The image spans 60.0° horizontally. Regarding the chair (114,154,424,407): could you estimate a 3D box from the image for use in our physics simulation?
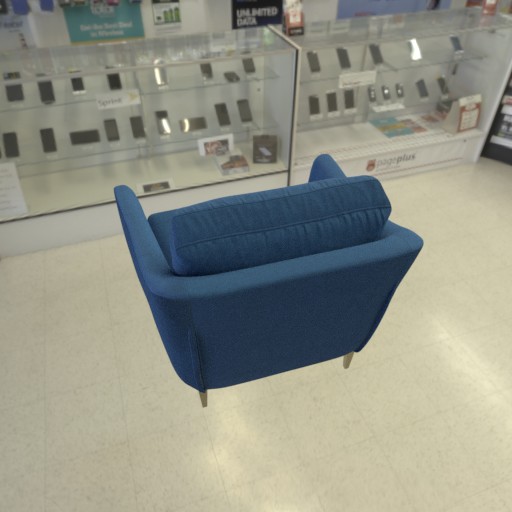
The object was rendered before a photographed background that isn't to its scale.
[{"bbox_3d":[0.000,0.000,1.745,0.987,0.899,0.961,-11,43,-13],"label":"chair"}]
